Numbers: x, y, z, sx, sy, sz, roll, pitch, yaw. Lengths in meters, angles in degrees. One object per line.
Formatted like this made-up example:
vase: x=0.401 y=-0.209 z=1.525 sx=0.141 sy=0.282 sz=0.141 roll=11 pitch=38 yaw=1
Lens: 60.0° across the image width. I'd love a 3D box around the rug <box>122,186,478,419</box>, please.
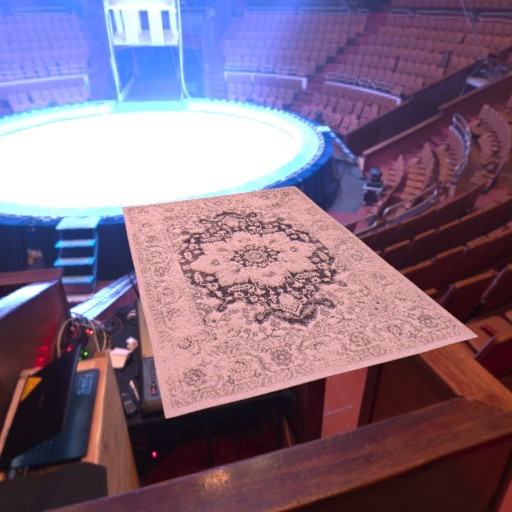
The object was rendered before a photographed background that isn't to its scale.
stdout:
rug: x=0.000 y=0.000 z=2.307 sx=1.223 sy=0.008 sz=1.813 roll=-10 pitch=30 yaw=-17
